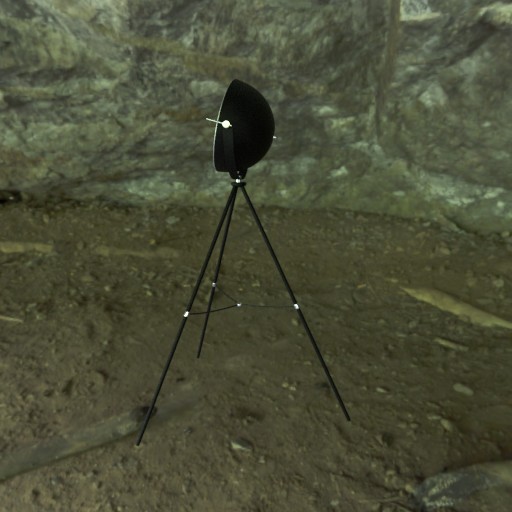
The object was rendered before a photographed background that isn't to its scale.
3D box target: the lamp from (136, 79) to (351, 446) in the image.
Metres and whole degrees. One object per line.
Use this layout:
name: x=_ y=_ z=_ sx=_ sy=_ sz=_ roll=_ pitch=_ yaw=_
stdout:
lamp: x=0.000 y=0.000 z=2.027 sx=0.920 sy=1.512 sz=0.817 roll=2 pitch=15 yaw=9
